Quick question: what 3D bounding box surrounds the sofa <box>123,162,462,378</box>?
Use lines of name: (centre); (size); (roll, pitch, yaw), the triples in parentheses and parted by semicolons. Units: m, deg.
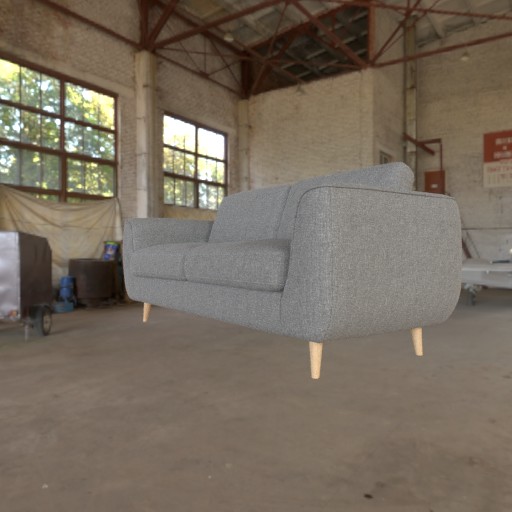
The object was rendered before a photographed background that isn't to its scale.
sofa: (0.000, 0.000, 2.441); (0.920, 0.870, 2.000); (0, 0, -35)
